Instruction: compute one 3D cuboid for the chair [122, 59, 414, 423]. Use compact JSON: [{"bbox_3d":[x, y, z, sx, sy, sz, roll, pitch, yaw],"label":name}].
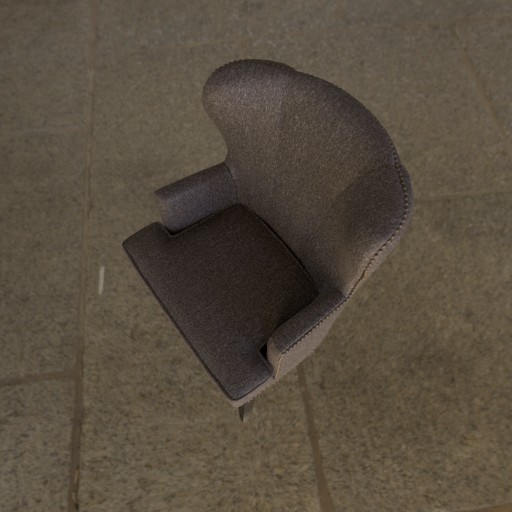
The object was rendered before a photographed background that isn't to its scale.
[{"bbox_3d":[0.000,0.000,1.607,0.758,1.060,0.759,-34,68,-16],"label":"chair"}]
